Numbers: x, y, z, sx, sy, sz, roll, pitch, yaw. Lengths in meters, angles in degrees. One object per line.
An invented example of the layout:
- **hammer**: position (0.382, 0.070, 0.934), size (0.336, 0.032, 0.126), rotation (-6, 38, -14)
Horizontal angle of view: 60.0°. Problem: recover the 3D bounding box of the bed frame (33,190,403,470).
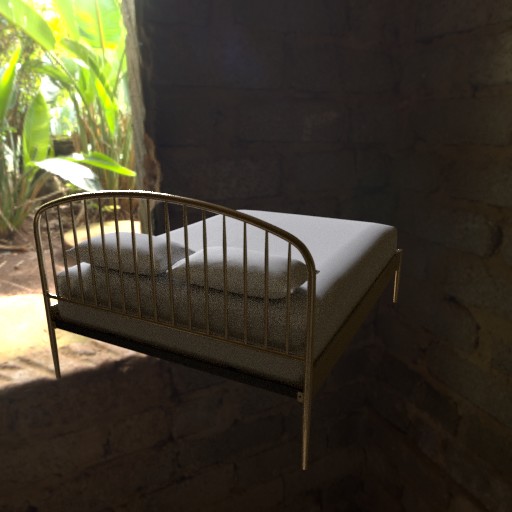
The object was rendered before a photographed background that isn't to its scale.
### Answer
- **bed frame**: position (0.000, 0.000, 3.044), size (1.612, 1.175, 2.152), rotation (9, 19, 26)
